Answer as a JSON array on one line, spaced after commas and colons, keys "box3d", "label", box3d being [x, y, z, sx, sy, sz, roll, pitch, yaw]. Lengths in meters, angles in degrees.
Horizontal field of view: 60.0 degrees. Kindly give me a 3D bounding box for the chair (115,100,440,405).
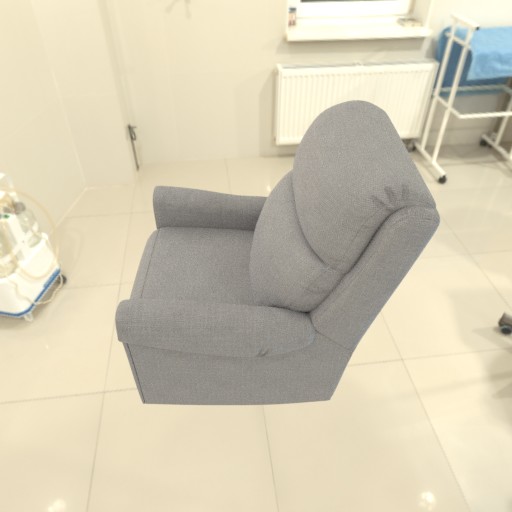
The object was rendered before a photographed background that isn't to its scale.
[{"box3d": [0.000, 0.000, 1.760, 1.014, 1.054, 0.838, 0, 41, 0], "label": "chair"}]
